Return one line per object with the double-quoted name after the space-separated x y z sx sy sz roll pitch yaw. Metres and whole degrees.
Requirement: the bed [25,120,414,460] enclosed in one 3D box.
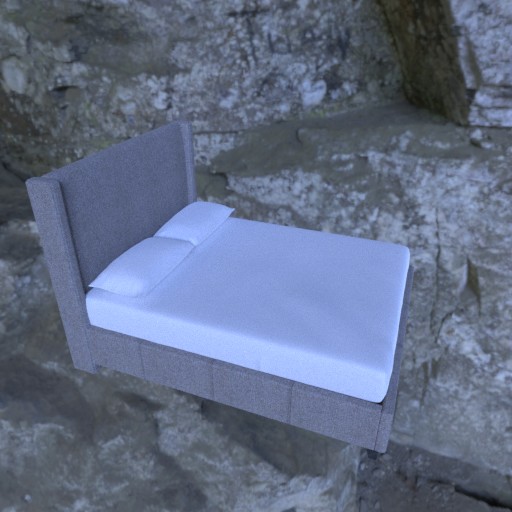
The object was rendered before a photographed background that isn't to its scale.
0.000 0.000 3.280 2.245 1.476 1.714 11 31 18 "bed"
